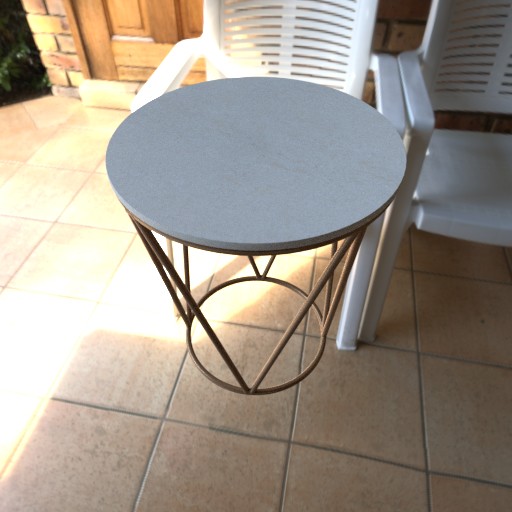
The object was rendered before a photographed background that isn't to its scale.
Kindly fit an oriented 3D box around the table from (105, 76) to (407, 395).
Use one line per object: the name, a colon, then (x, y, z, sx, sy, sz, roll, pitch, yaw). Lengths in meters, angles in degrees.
table: (0.000, 0.000, 0.956, 0.500, 0.564, 0.500, 0, 46, 0)
